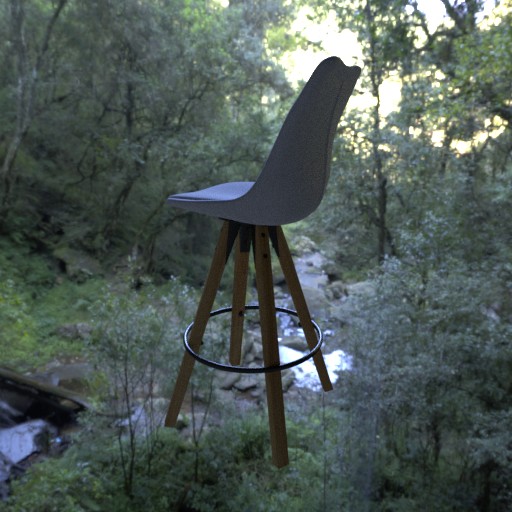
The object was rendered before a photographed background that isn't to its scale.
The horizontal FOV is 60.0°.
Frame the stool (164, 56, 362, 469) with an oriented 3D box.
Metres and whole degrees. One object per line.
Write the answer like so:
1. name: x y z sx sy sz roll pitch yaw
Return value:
1. stool: 0.000 0.000 1.412 0.550 1.115 0.484 8 18 26
